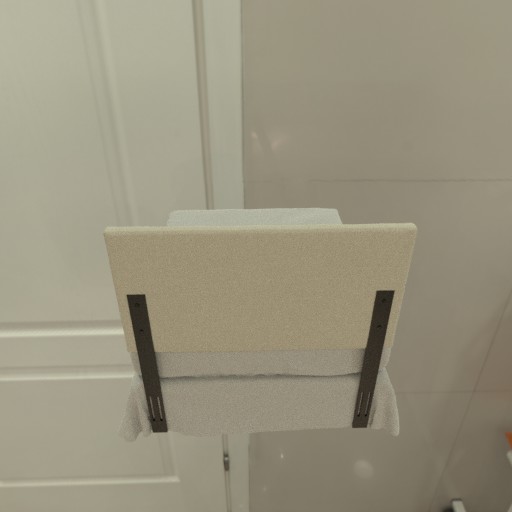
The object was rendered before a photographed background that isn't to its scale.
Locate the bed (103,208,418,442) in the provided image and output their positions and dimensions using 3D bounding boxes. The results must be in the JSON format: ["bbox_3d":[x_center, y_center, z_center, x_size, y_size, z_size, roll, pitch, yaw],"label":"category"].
[{"bbox_3d":[0.000,0.000,3.542,1.936,1.577,2.222,-1,32,-1],"label":"bed"}]
